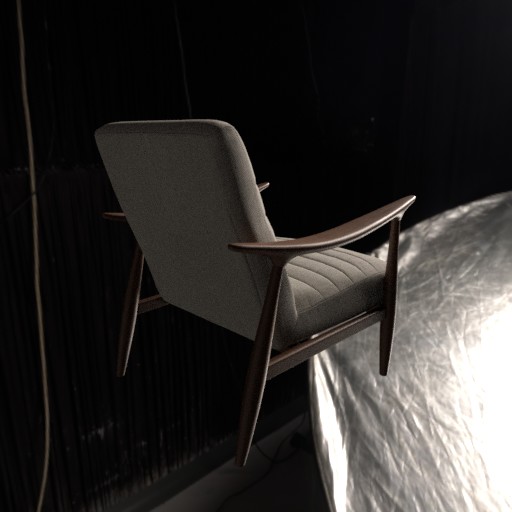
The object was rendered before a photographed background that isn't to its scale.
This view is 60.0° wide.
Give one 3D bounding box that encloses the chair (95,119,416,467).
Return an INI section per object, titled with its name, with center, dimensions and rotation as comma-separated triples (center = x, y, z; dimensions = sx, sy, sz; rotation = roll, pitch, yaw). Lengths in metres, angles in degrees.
[chair]
center = 0.000, 0.000, 1.453
dimensions = 0.798, 0.832, 0.741
rotation = -14, 20, -43
